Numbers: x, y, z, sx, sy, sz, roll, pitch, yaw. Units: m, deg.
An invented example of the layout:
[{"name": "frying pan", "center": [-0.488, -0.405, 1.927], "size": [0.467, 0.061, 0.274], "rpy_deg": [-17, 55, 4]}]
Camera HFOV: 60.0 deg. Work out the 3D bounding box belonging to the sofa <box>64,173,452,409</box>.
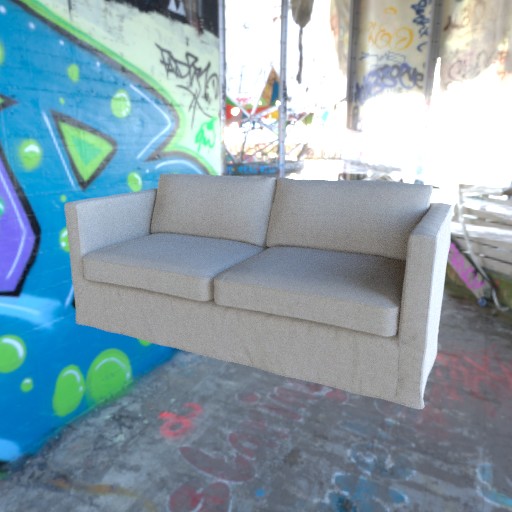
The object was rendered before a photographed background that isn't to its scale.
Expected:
[{"name": "sofa", "center": [0.000, 0.000, 2.480], "size": [1.959, 0.835, 0.962], "rpy_deg": [7, 17, 25]}]
